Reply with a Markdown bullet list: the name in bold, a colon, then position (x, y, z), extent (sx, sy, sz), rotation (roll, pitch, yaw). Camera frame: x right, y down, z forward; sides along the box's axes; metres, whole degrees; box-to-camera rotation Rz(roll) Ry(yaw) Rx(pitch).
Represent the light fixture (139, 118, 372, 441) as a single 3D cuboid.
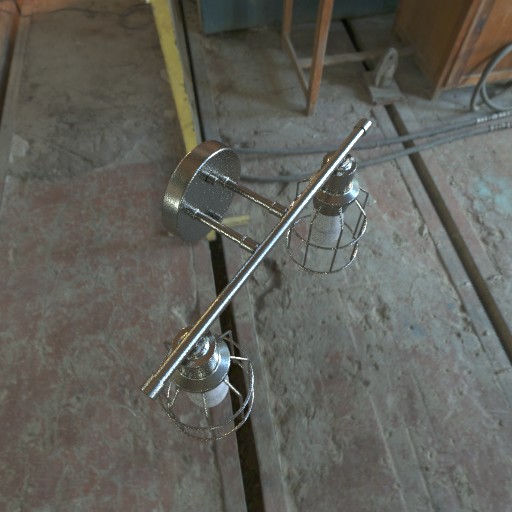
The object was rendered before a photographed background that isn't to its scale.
- **light fixture**: position (0.000, 0.000, 0.534), extent (0.165, 0.254, 0.406), rotation (30, 63, 17)
